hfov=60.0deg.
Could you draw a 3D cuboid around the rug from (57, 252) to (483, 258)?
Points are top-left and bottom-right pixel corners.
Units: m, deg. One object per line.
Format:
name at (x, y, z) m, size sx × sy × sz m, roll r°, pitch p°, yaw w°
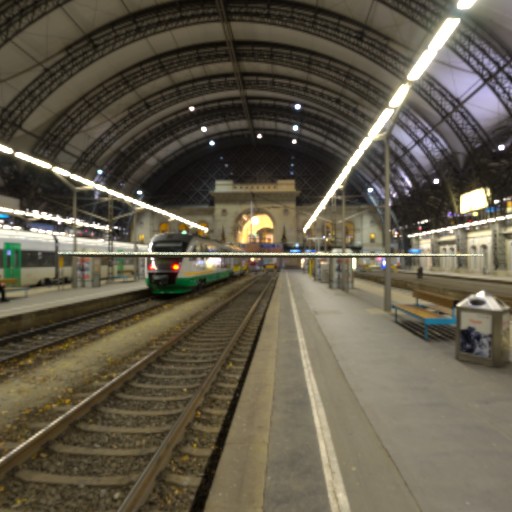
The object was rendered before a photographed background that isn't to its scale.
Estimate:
rug at (0.000, 0.000, 2.379) m, size 1.820 × 0.009 × 1.260 m, roll 0°, pitch -1°, yaw -18°
